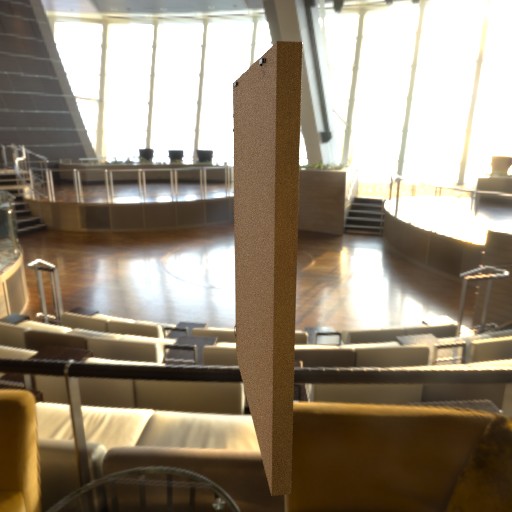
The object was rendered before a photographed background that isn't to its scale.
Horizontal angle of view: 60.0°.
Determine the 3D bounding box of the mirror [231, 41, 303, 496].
[{"bbox_3d":[0.000,0.000,0.903,0.039,0.710,0.507,-3,16,-9],"label":"mirror"}]
